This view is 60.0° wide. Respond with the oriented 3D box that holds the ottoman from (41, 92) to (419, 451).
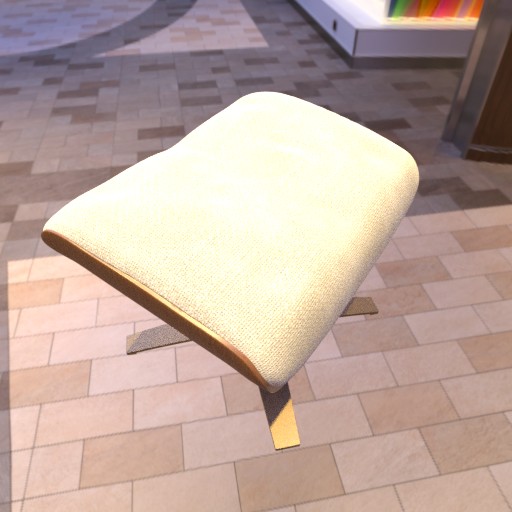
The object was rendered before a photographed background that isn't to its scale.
[{"bbox_3d":[0.000,0.000,0.777,0.394,0.391,0.520,24,48,24],"label":"ottoman"}]
